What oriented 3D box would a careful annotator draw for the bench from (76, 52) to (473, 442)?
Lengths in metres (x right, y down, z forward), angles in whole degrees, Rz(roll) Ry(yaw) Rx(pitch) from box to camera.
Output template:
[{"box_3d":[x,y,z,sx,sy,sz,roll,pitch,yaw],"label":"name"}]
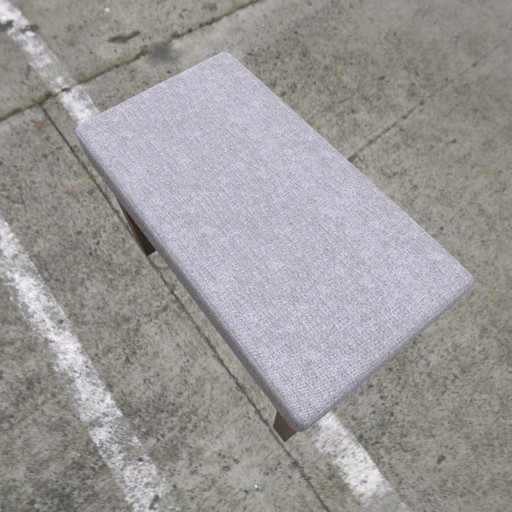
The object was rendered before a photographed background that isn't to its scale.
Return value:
[{"box_3d":[0.000,0.000,0.963,0.366,0.467,0.681,-34,68,-16],"label":"bench"}]
